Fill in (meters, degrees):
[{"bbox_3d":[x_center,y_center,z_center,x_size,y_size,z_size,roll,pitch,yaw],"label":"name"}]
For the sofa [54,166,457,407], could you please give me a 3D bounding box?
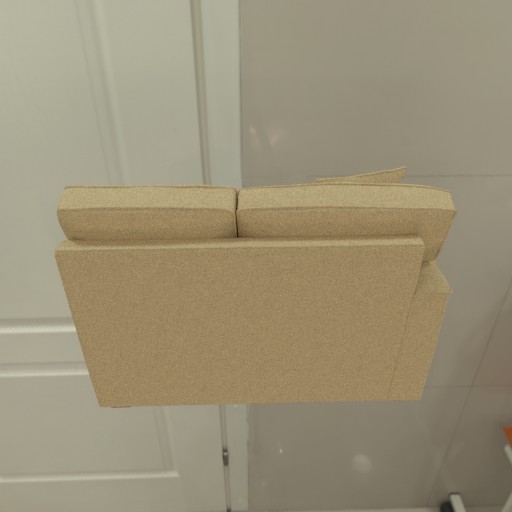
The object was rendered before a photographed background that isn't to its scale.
[{"bbox_3d":[0.000,0.000,2.033,1.388,0.989,0.991,-1,32,-1],"label":"sofa"}]
